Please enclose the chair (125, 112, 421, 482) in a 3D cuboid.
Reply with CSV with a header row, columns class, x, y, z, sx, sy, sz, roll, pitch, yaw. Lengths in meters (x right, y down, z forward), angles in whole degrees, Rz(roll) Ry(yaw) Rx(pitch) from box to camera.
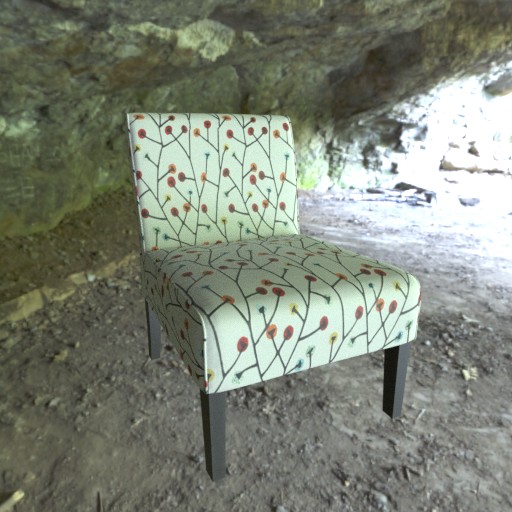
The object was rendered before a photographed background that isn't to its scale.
class,x,y,z,sx,sy,sz,roll,pitch,yaw
chair,0.000,0.000,1.293,0.597,0.813,0.732,-7,17,-25
